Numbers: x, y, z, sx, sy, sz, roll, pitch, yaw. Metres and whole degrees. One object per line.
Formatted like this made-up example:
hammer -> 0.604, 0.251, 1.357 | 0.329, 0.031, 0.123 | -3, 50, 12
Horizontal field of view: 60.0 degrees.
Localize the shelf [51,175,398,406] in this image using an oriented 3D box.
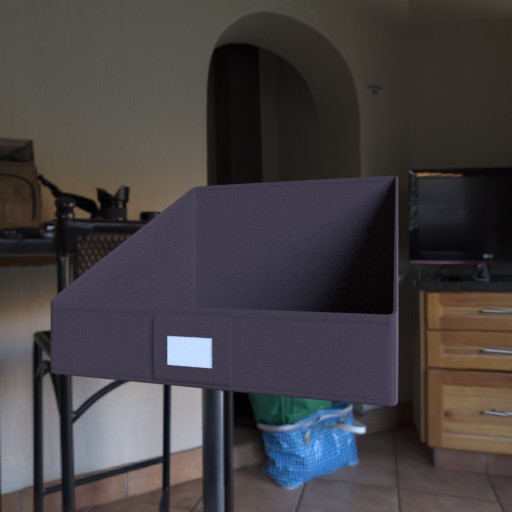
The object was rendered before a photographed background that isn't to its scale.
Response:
shelf -> 0.000, 0.000, 0.479 | 0.292, 0.210, 0.292 | 0, 0, 18
